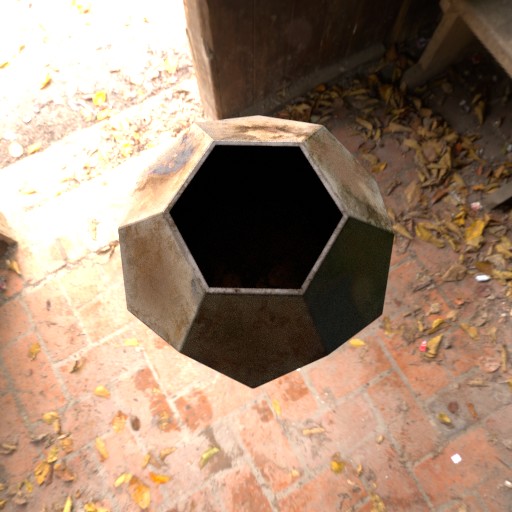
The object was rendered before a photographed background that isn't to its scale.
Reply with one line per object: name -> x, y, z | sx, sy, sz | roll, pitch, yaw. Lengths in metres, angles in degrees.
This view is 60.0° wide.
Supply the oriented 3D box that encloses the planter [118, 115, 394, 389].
planter -> 0.000, 0.000, 0.430 | 0.243, 0.238, 0.221 | 30, 77, 7
